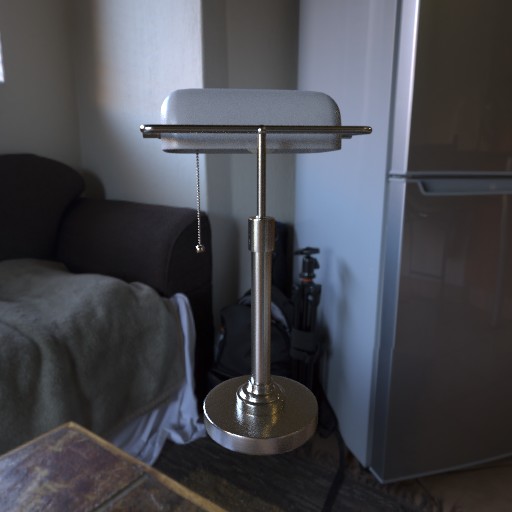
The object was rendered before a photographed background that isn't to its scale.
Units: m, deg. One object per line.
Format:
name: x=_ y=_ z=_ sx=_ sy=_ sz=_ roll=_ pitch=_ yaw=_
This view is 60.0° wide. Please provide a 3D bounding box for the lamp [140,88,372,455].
lamp: x=0.000 y=0.000 z=0.557 sx=0.269 sy=0.404 sz=0.227 roll=-2 pitch=14 yaw=-8
